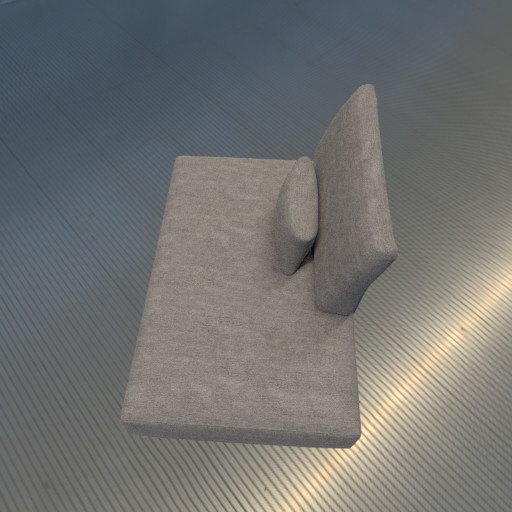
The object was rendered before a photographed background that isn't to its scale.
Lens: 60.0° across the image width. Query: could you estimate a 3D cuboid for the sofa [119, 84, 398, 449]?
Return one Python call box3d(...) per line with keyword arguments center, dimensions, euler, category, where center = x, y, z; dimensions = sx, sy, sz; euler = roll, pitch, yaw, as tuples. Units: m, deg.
box3d(center=(0.000, 0.000, 1.960), dimensions=(1.002, 0.820, 1.450), euler=(3, 58, 2), category="sofa")
